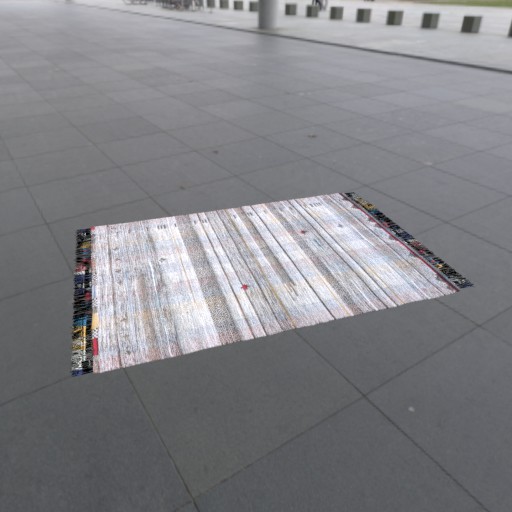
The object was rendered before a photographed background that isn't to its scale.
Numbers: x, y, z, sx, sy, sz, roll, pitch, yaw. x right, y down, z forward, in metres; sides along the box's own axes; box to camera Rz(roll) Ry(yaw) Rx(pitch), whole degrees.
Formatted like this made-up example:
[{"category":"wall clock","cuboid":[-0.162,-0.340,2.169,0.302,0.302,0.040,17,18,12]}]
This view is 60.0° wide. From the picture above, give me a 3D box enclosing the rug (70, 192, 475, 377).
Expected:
[{"category":"rug","cuboid":[0.000,0.000,2.356,1.848,0.012,1.217,-10,33,-15]}]
